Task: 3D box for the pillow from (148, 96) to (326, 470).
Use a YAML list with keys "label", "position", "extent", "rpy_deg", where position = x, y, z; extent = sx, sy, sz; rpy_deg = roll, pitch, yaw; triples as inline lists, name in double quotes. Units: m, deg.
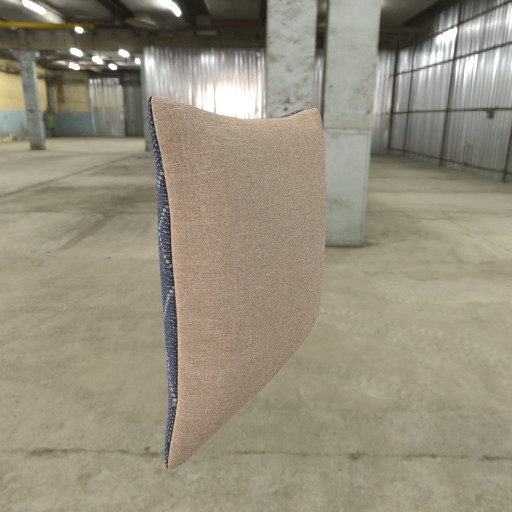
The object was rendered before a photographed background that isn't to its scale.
- label: "pillow"
  position: [0.000, 0.000, 0.656]
  extent: [0.148, 0.428, 0.435]
  rpy_deg: [9, 19, 27]
